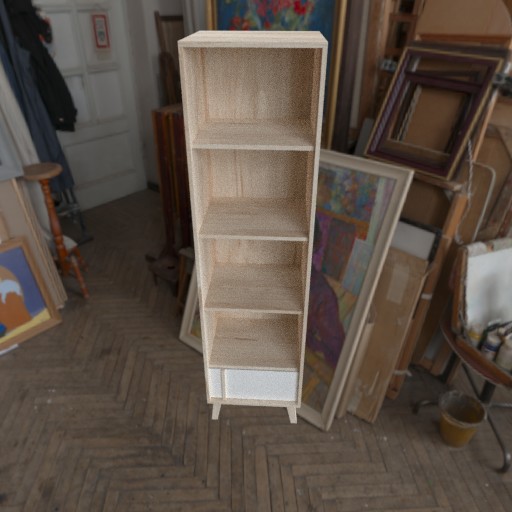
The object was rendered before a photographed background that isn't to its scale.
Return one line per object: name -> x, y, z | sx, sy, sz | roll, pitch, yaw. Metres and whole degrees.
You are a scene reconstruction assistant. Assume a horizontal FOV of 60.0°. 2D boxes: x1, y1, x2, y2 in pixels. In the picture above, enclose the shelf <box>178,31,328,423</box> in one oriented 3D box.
shelf -> 0.000, 0.000, 2.195 | 0.510, 1.960, 0.450 | 2, 31, 3
